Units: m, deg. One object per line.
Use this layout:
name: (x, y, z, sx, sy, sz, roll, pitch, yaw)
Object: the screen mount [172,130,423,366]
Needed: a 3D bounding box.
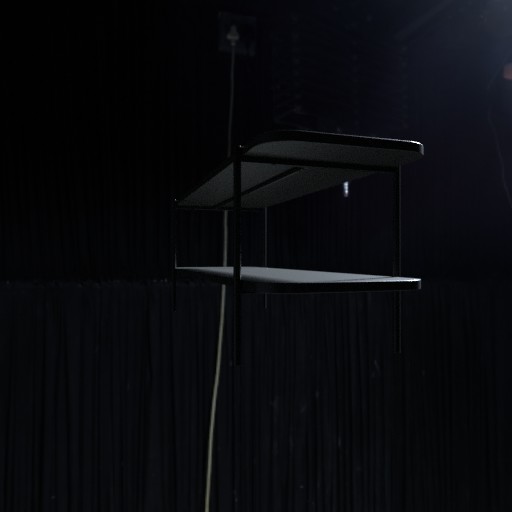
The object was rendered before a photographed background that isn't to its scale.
screen mount: (0.000, 0.000, 1.397, 0.400, 0.447, 1.200, 0, 0, -18)
